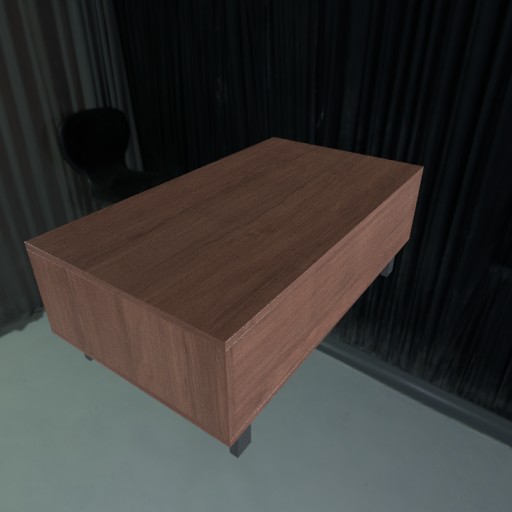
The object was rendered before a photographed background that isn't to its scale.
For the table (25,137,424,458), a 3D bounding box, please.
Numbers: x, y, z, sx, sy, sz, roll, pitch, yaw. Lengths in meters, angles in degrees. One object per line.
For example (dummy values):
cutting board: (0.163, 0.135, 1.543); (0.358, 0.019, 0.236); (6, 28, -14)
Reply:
table: (0.000, 0.000, 1.316); (0.600, 0.380, 1.020); (20, 36, 30)
